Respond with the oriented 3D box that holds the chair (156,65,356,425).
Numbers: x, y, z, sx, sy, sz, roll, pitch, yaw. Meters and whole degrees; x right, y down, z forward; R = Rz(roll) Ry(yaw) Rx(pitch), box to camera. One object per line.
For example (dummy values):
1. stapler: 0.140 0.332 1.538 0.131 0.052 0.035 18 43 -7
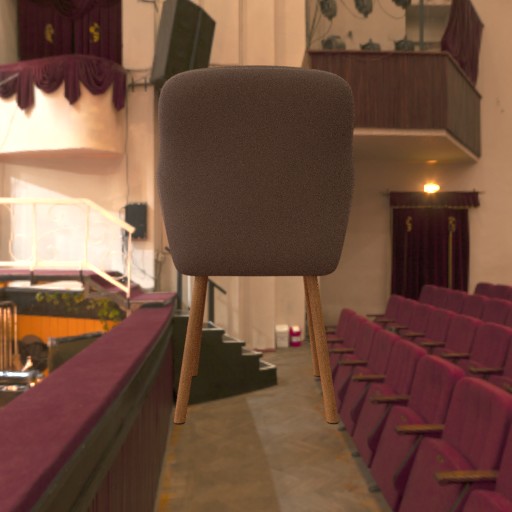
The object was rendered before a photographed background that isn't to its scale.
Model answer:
1. chair: 0.000 0.000 1.244 0.570 0.830 0.590 0 0 0
